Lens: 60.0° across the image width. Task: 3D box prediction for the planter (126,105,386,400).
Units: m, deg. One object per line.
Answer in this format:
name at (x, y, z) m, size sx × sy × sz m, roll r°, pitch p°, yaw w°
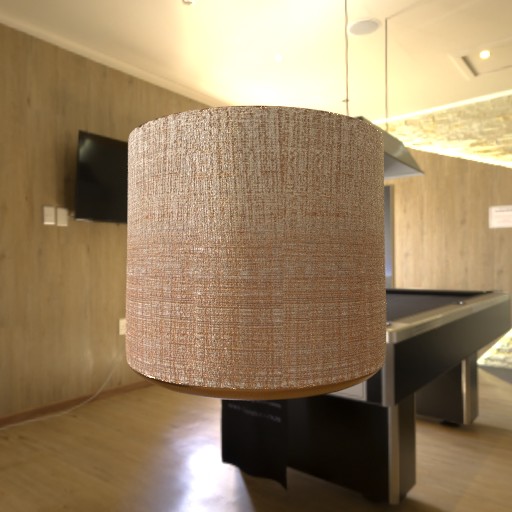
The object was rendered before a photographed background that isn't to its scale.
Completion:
planter at (0.000, 0.000, 0.314) m, size 0.177 × 0.157 × 0.177 m, roll 0°, pitch 0°, yaw 0°
